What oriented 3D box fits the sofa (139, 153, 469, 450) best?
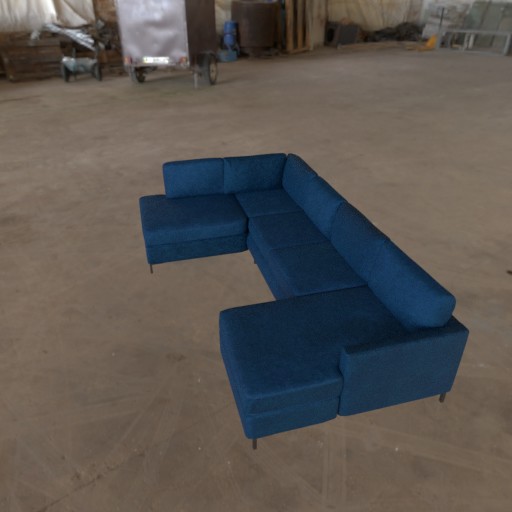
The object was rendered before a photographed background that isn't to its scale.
[{"bbox_3d":[0.000,0.000,4.263,2.055,0.992,3.434,-8,32,-13],"label":"sofa"}]
